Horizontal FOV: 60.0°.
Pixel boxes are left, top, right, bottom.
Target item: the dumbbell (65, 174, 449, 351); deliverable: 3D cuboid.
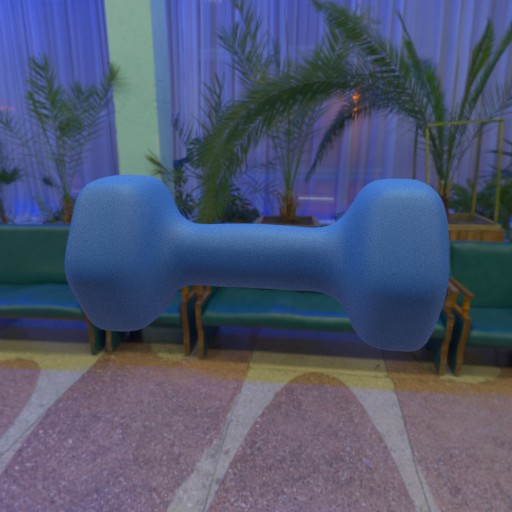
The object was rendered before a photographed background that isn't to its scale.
[{"bbox_3d":[0.000,0.000,0.268,0.212,0.093,0.103,3,16,9],"label":"dumbbell"}]
